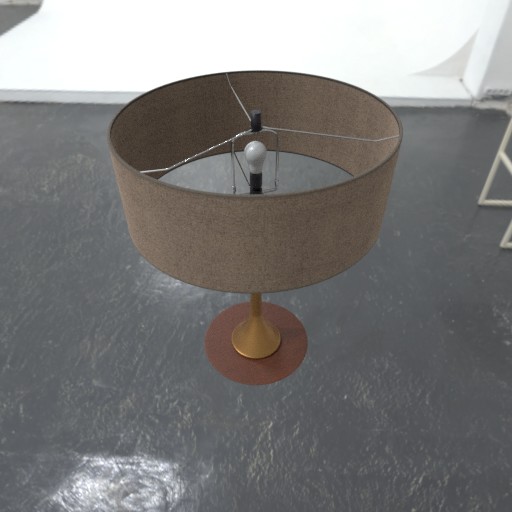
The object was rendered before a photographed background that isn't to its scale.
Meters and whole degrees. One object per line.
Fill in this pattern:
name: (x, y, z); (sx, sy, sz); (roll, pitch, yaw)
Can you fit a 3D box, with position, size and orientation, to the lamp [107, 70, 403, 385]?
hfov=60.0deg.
lamp: (0.000, 0.000, 0.815); (0.417, 0.551, 0.396); (-11, 43, -13)
